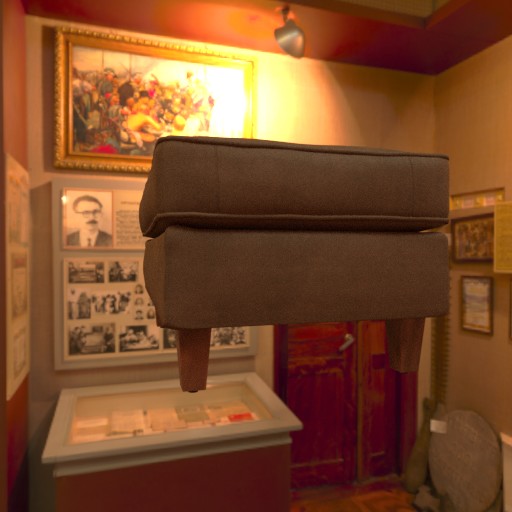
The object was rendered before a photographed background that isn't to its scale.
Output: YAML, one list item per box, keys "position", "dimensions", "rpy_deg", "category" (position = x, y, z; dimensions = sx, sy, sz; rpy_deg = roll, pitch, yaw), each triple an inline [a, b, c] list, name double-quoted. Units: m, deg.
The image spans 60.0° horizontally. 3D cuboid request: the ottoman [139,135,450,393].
- position: [0.000, 0.000, 1.193]
  dimensions: [0.596, 0.481, 0.860]
  rpy_deg: [0, 1, -16]
  category: "ottoman"
